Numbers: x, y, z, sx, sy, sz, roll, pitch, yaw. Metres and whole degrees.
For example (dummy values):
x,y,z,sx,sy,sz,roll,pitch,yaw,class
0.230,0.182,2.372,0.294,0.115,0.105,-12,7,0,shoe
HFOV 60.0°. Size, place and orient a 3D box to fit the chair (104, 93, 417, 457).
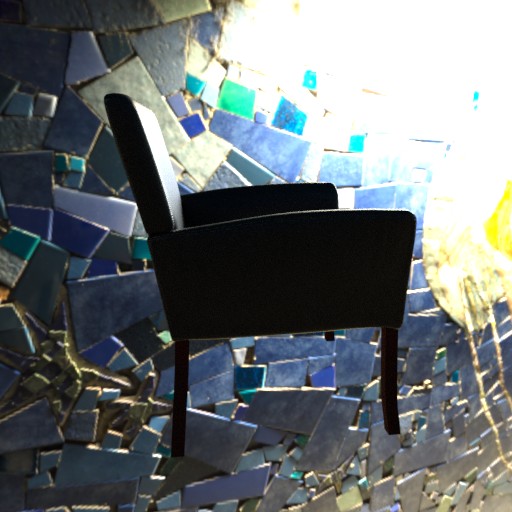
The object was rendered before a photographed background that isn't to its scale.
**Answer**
x,y,z,sx,sy,sz,roll,pitch,yaw,class
0.000,0.000,1.444,0.772,0.951,0.683,-2,16,-8,chair
